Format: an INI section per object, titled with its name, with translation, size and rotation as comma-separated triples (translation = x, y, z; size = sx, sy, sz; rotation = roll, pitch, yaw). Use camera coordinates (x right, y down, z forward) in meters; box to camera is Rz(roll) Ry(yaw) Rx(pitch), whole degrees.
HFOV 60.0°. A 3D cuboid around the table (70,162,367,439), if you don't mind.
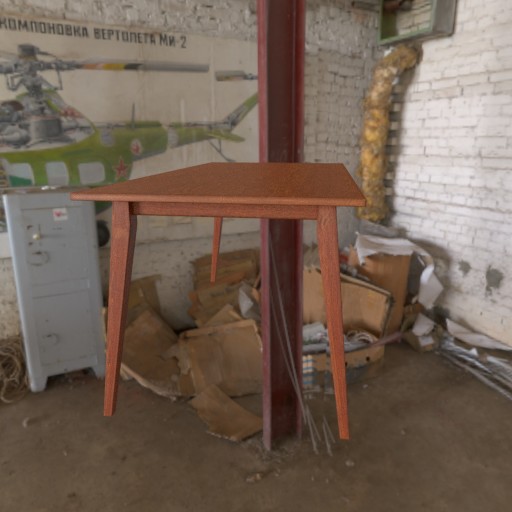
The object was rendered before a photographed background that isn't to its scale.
[table]
translation = 0.000, 0.000, 2.040
size = 0.811, 0.755, 1.609
rotation = 2, 15, 8
